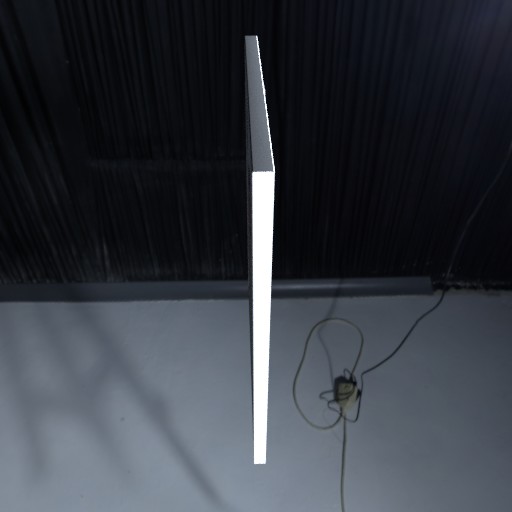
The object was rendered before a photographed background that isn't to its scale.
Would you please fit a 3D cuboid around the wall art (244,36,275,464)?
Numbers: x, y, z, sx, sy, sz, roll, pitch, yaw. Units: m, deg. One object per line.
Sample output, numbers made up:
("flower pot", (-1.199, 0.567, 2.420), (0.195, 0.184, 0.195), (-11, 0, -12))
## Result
("wall art", (0.000, 0.000, 1.374), (0.042, 1.056, 0.805), (-1, 41, -2))
